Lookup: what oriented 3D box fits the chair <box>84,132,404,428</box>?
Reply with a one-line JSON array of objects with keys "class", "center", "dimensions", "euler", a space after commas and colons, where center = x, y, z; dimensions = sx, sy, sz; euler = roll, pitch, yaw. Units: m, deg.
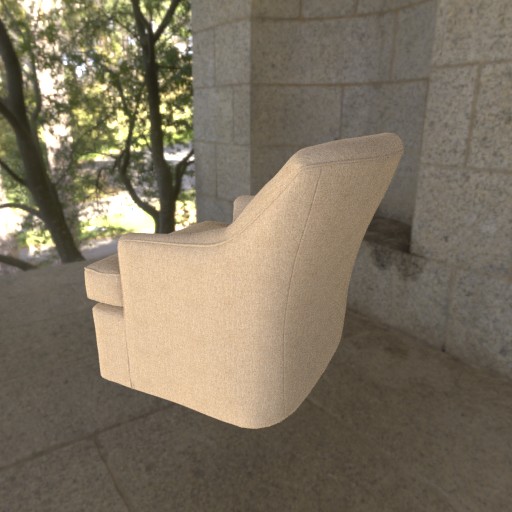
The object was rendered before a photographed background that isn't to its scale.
[{"class": "chair", "center": [0.000, 0.000, 1.585], "dimensions": [0.923, 0.856, 0.864], "euler": [8, 19, 25]}]
